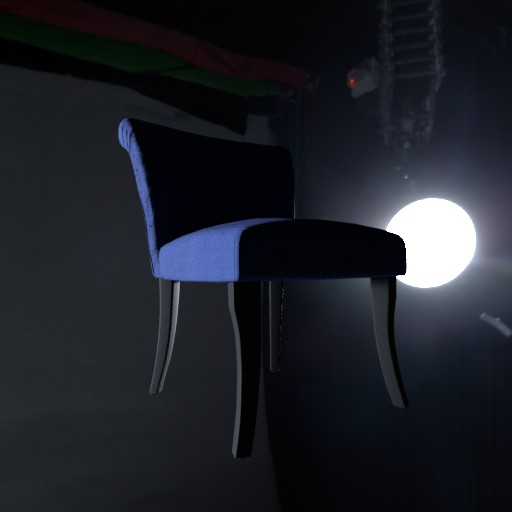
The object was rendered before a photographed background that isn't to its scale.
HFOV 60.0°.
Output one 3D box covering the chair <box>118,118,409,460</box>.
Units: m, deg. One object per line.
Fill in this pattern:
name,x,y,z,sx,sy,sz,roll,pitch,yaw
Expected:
chair,0.000,0.000,1.186,0.585,0.753,0.606,0,-1,-36
